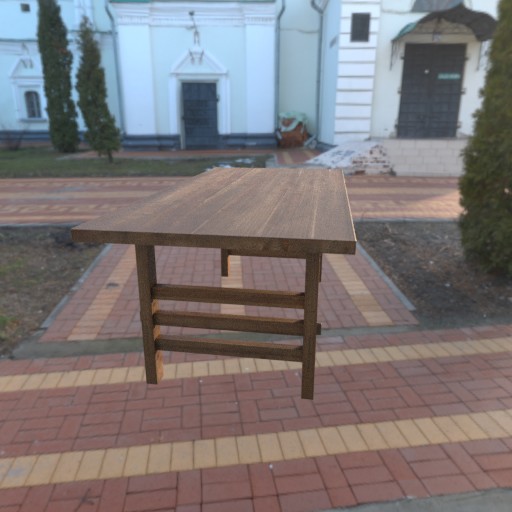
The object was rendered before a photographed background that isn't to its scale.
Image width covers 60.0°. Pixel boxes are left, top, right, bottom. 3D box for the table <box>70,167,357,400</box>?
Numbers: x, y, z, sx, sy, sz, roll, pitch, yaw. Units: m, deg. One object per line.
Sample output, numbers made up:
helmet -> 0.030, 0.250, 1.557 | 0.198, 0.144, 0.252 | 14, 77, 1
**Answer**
table -> 0.000, 0.000, 2.487 | 0.952, 0.760, 2.003 | 3, 17, 9
